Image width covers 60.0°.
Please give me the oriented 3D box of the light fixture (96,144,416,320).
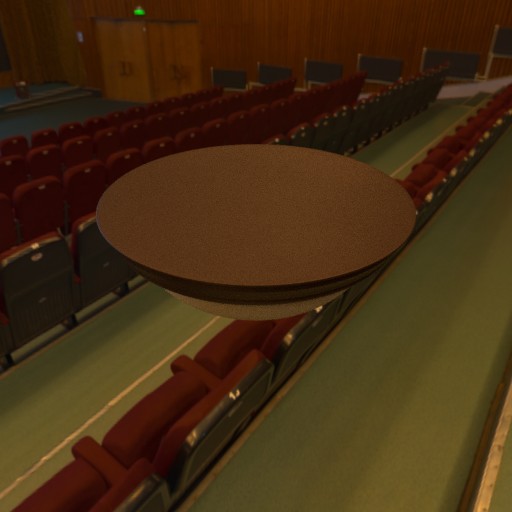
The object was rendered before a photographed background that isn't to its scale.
[{"bbox_3d":[0.000,0.000,0.440,0.280,0.135,0.280,0,33,0],"label":"light fixture"}]
